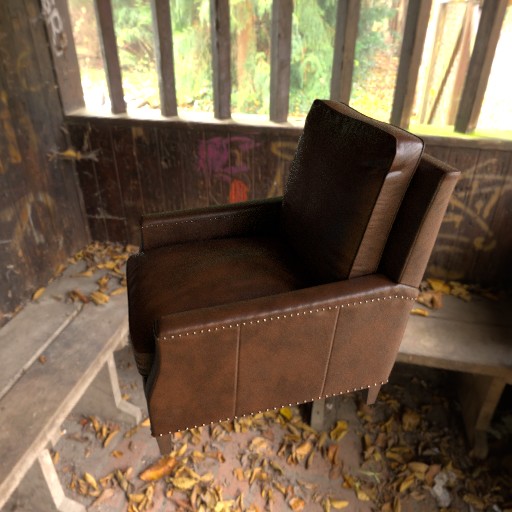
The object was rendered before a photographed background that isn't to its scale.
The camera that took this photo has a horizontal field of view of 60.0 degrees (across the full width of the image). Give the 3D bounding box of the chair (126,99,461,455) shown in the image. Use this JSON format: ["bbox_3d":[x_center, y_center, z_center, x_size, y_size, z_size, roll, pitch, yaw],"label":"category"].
[{"bbox_3d":[0.000,0.000,1.762,1.035,1.054,0.854,-8,32,-14],"label":"chair"}]
